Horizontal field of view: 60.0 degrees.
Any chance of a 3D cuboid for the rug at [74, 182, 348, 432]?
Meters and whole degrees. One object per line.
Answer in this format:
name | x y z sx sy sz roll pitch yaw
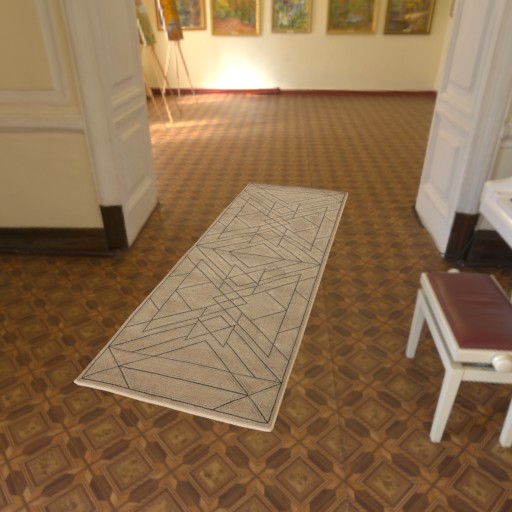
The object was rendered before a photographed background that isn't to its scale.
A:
rug | 0.000 0.000 2.669 0.831 0.036 2.381 9 31 14
